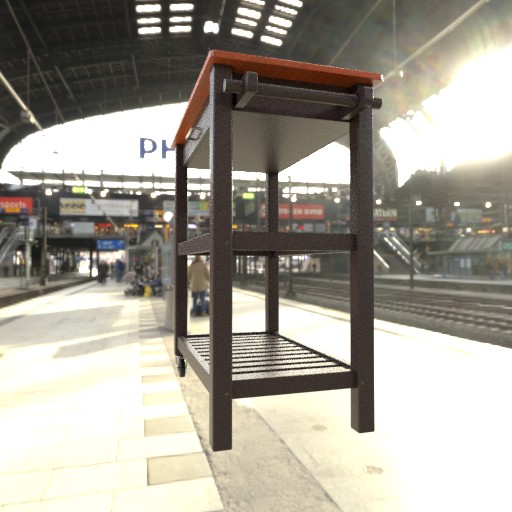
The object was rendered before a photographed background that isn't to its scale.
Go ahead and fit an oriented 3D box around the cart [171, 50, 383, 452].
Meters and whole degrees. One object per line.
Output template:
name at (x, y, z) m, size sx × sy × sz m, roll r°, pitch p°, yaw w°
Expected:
cart at (0.000, 0.000, 1.439) m, size 0.457 × 0.927 × 0.899 m, roll 0°, pitch -1°, yaw -17°
